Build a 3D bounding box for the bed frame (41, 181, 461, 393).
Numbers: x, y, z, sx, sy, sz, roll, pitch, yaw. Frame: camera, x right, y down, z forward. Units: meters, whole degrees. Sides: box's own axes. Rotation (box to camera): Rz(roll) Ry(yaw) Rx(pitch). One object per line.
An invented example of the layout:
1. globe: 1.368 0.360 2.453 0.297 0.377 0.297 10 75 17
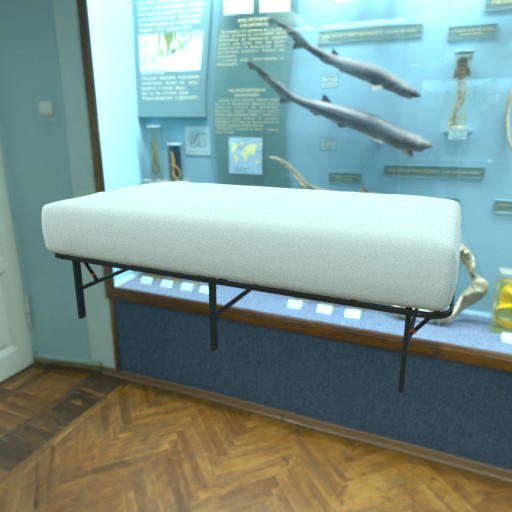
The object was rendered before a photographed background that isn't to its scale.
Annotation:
1. bed frame: 0.000 0.000 2.306 1.908 0.640 1.025 7 18 23
